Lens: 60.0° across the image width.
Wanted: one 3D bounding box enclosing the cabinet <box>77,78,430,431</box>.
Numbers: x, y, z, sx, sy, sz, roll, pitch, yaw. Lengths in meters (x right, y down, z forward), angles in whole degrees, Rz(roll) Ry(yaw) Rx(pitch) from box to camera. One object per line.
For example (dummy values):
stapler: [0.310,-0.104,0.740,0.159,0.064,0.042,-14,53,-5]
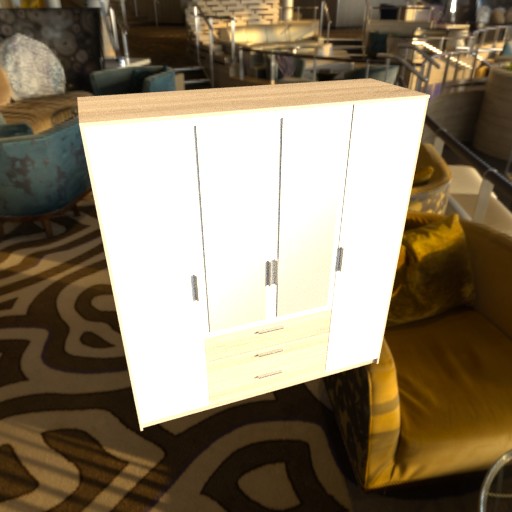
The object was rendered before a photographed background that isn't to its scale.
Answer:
cabinet: [0.000,0.000,2.987,1.870,2.060,0.620,-10,32,-17]
